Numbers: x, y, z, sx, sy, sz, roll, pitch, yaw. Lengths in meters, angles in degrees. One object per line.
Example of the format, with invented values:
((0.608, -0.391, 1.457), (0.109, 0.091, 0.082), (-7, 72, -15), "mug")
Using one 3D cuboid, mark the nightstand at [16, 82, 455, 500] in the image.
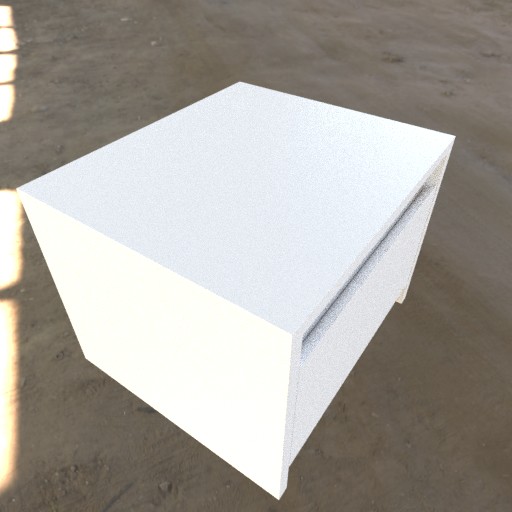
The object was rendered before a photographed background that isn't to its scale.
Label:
((0.000, 0.000, 0.728), (0.408, 0.351, 0.470), (25, 46, 26), "nightstand")
